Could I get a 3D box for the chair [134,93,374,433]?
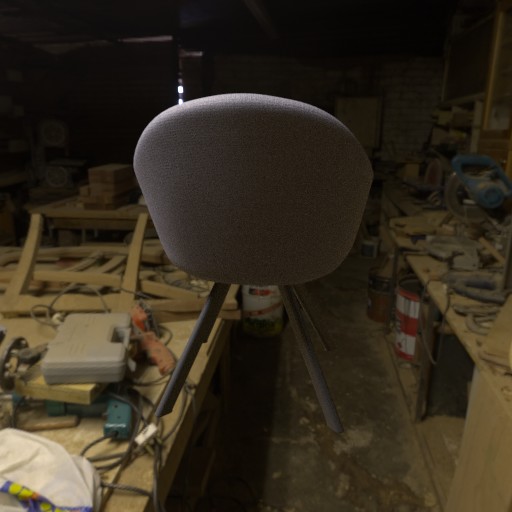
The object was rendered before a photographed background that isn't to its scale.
[{"bbox_3d":[0.000,0.000,1.192,0.590,0.795,0.550,2,17,7],"label":"chair"}]
